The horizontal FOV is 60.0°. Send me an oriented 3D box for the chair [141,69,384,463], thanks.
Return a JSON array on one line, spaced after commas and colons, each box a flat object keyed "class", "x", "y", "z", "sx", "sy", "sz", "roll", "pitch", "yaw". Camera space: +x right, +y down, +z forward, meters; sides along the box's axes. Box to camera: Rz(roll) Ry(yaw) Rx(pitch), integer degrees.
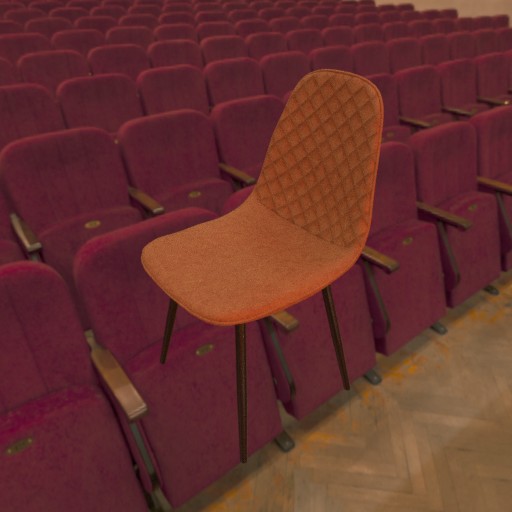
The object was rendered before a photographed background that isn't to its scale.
[{"class": "chair", "x": 0.000, "y": 0.000, "z": 1.206, "sx": 0.561, "sy": 0.889, "sz": 0.472, "roll": -22, "pitch": 38, "yaw": -32}]
